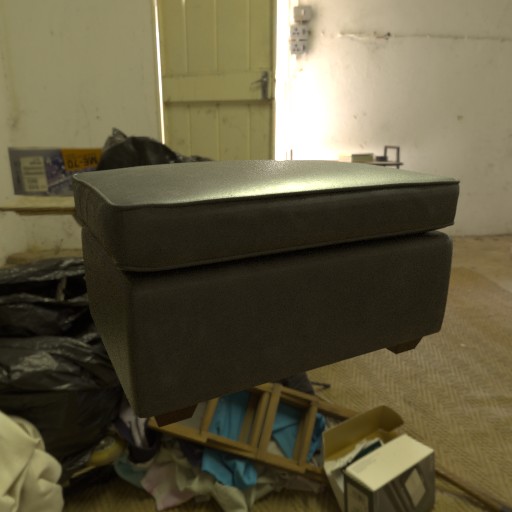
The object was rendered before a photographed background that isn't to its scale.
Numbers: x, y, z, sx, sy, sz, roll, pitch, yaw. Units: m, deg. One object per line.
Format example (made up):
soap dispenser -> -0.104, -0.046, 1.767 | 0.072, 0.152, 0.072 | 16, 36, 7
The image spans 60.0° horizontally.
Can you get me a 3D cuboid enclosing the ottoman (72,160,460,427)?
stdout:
ottoman -> 0.000, 0.000, 1.074 | 0.756, 0.445, 0.554 | -8, 18, -27
